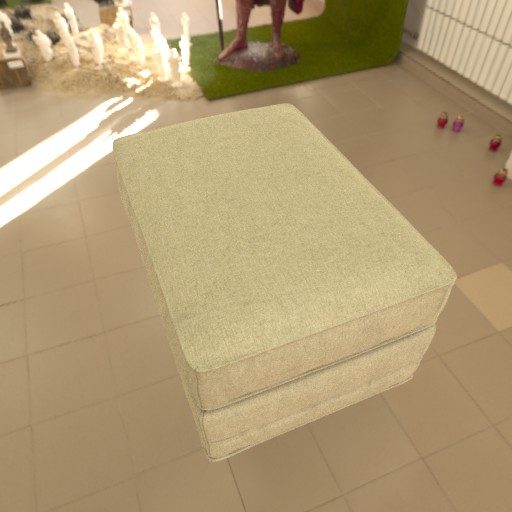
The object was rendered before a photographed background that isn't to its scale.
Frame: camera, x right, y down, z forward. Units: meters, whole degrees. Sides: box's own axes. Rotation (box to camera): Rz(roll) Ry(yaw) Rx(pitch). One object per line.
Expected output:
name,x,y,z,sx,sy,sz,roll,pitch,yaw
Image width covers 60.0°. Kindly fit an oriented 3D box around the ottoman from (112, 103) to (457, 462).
ottoman,0.000,0.000,1.243,0.611,0.508,0.848,-17,48,-15
